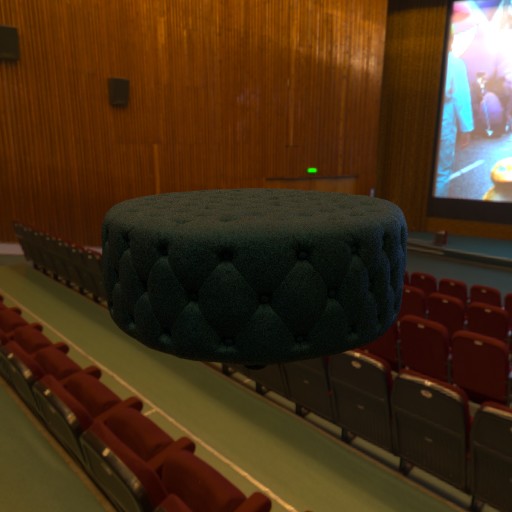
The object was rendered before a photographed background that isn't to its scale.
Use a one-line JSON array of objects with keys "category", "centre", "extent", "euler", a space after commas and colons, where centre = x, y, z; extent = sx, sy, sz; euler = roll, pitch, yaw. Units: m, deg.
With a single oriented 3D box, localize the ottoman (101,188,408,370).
[{"category": "ottoman", "centre": [0.000, 0.000, 1.532], "extent": [0.998, 0.398, 0.998], "euler": [0, 14, 0]}]
